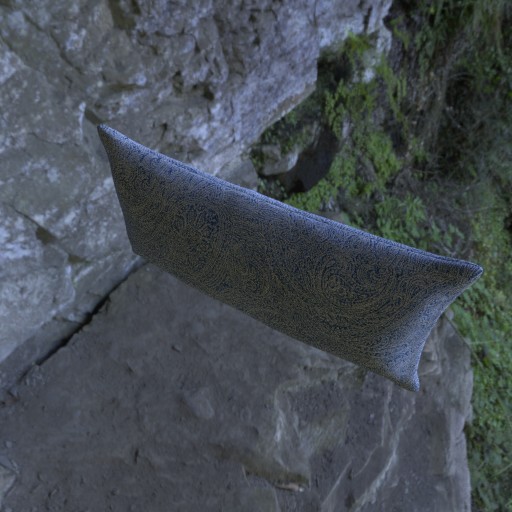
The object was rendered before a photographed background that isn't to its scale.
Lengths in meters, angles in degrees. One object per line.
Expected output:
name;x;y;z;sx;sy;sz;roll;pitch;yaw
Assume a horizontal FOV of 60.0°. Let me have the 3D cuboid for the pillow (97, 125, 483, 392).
pillow;0.000;0.000;0.725;0.615;0.295;0.151;24;50;21
